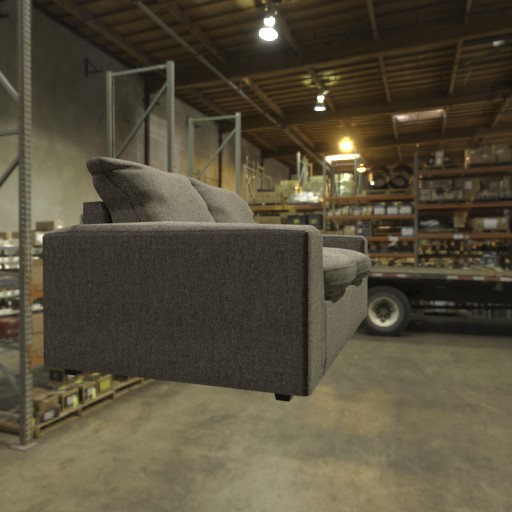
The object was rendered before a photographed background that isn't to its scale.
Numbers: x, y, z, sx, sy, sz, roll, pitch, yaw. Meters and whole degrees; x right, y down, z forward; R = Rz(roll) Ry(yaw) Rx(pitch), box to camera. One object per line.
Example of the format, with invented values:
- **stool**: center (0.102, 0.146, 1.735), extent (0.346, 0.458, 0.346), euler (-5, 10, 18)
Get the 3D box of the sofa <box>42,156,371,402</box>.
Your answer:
- **sofa**: center (0.000, 0.000, 2.314), extent (1.094, 0.877, 1.758), euler (0, 1, 20)
